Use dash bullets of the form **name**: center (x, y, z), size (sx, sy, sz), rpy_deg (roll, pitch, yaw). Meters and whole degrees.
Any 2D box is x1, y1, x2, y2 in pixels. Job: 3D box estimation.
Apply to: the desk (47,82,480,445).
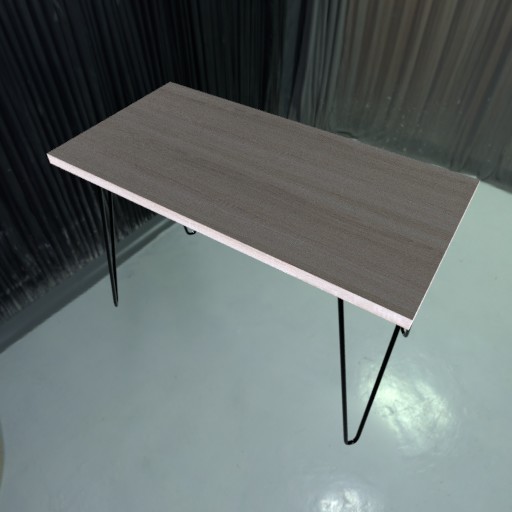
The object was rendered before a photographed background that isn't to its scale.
- **desk**: center (0.000, 0.000, 1.367), size (0.991, 0.660, 0.499), rpy_deg (25, 51, 22)
